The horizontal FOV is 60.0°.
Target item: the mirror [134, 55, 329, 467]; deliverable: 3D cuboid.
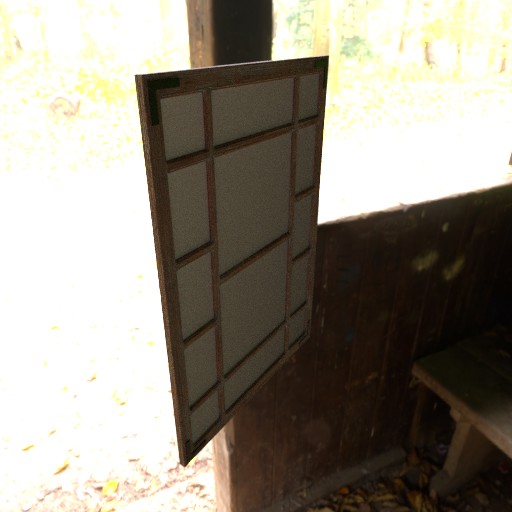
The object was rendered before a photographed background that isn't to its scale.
[{"bbox_3d":[0.000,0.000,1.241,0.025,0.996,0.705,18,32,31],"label":"mirror"}]
